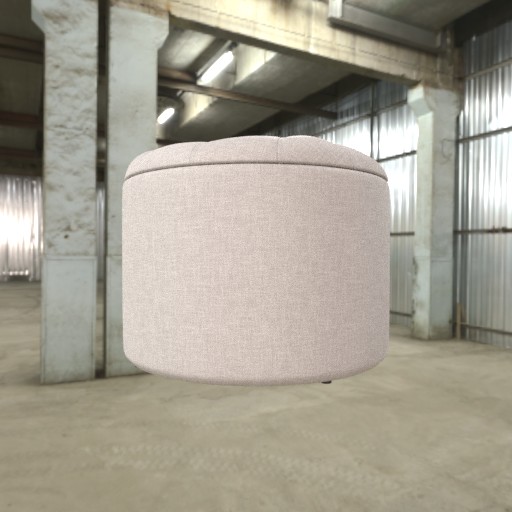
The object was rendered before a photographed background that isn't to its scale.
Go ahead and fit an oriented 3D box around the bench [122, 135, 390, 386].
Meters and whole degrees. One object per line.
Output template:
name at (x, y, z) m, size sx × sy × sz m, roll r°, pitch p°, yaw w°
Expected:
bench at (0.000, 0.000, 1.038) m, size 0.600 × 0.453 × 0.600 m, roll 0°, pitch 1°, yaw 0°
